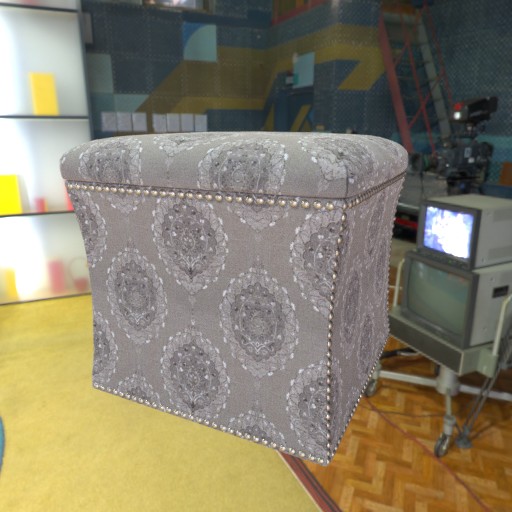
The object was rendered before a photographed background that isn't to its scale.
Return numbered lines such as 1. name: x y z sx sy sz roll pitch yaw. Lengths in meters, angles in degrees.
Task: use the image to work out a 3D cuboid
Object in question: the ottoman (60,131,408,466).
1. ottoman: 0.000 0.000 0.876 0.497 0.473 0.507 8 18 25
